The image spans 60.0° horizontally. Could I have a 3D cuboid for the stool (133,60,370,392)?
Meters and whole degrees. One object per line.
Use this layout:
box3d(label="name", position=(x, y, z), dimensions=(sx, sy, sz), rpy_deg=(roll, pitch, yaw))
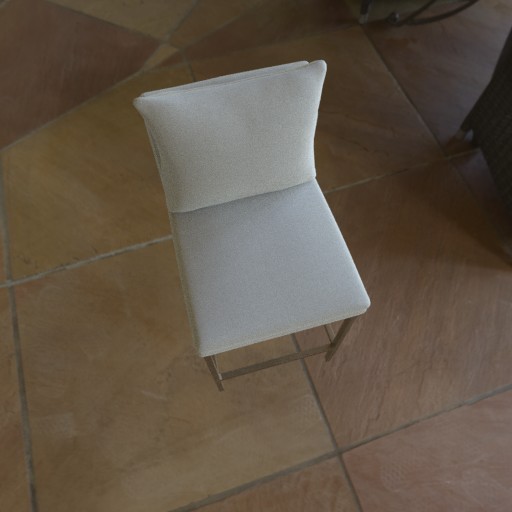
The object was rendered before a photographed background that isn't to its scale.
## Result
box3d(label="stool", position=(0.000, 0.000, 1.356), dimensions=(0.463, 1.032, 0.572), rpy_deg=(-14, 64, -7))
